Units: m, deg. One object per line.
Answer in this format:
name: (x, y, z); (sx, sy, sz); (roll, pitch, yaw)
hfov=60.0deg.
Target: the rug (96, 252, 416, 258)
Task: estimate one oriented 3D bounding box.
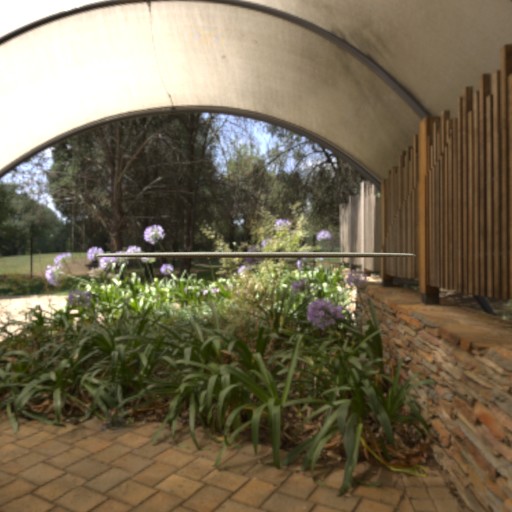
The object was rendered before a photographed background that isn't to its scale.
rug: (0.000, 0.000, 2.346); (1.593, 0.012, 1.593); (0, -1, 0)
